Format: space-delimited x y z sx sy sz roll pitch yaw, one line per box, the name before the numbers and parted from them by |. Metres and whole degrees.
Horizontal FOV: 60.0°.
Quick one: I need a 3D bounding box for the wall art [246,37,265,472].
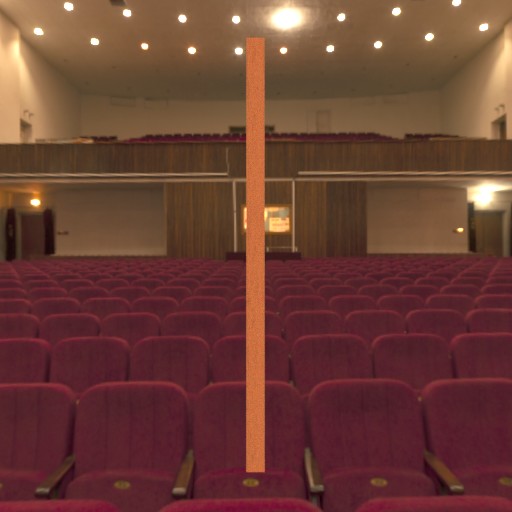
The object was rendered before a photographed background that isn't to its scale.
wall art | 0.000 0.000 1.544 0.045 1.016 1.016 0 -1 0
